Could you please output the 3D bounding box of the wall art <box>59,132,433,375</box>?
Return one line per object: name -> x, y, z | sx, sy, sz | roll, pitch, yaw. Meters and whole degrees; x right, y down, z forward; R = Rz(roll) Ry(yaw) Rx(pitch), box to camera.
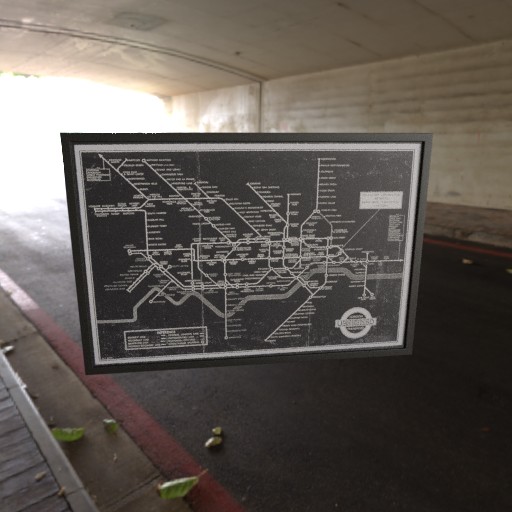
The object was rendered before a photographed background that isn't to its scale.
wall art -> 0.000, 0.000, 1.511 | 1.192, 0.811, 0.013 | -2, 15, -7
